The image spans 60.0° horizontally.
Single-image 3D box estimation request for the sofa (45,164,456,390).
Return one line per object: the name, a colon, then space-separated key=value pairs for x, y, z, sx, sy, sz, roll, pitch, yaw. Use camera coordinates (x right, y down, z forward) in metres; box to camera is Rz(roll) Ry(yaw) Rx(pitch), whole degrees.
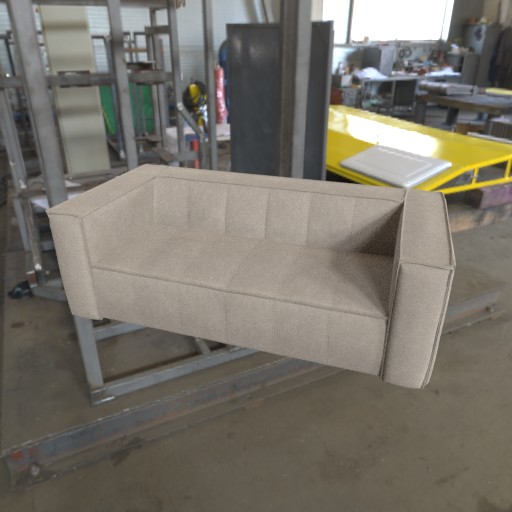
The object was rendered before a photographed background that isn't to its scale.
sofa: x=0.000 y=0.000 z=2.553 sx=1.995 sy=0.680 sz=1.038 roll=9 pitch=28 yaw=16
